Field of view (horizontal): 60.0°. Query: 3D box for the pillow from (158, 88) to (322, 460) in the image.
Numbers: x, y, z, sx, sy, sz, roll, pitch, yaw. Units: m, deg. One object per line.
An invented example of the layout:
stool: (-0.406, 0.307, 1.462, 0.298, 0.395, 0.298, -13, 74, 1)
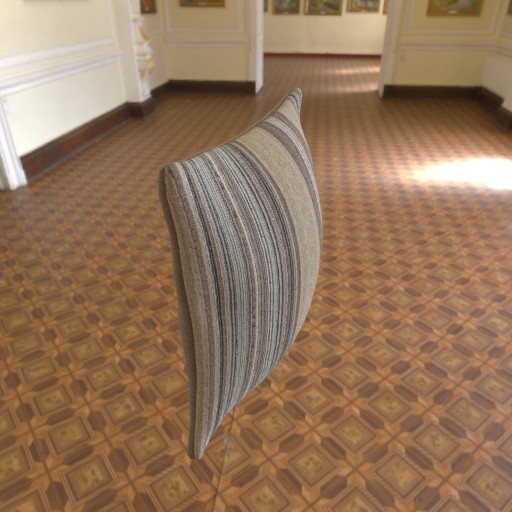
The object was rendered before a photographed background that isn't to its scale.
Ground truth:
pillow: (0.000, 0.000, 0.669, 0.189, 0.416, 0.435, 11, 32, 18)
